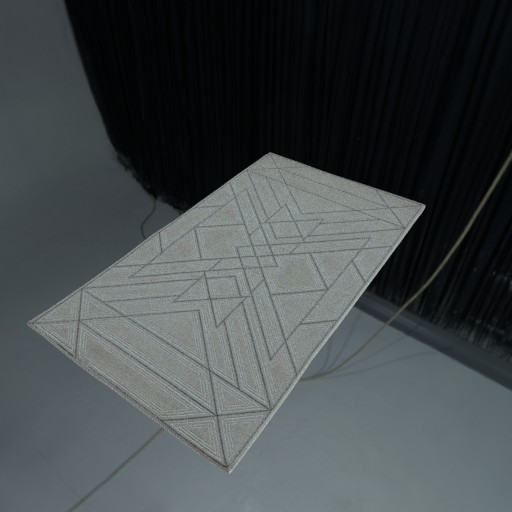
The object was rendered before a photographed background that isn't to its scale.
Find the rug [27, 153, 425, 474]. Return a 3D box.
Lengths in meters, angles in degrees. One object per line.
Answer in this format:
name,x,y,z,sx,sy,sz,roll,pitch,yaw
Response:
rug,0.000,0.000,1.040,0.511,0.008,0.869,25,47,26
